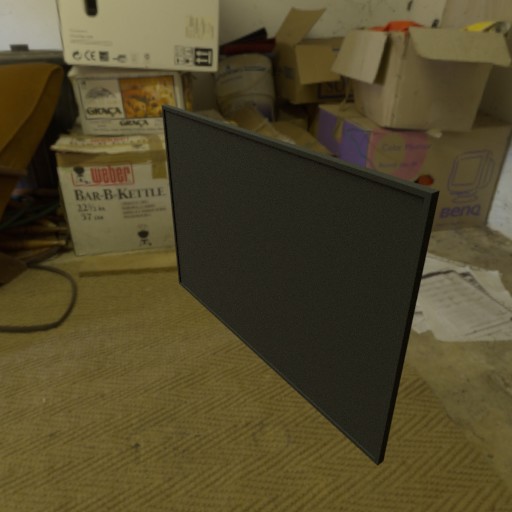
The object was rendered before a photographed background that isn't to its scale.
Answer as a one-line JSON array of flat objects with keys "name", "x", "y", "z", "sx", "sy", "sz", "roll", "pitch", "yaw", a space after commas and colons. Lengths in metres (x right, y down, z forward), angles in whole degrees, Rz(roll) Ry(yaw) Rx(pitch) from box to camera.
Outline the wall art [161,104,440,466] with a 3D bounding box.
[{"name": "wall art", "x": 0.000, "y": 0.000, "z": 1.475, "sx": 0.028, "sy": 0.805, "sz": 1.190, "roll": -19, "pitch": 34, "yaw": -31}]
